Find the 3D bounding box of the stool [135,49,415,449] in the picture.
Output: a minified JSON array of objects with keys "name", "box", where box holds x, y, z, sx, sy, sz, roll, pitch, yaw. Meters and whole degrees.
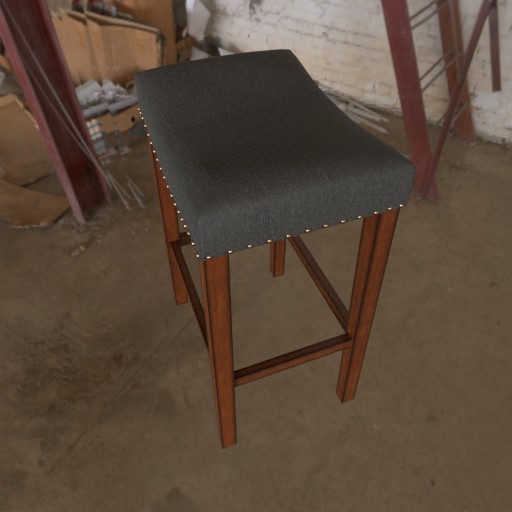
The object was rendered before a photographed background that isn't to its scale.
[{"name":"stool","box":[0.000,0.000,1.024,0.366,0.748,0.502,-15,48,-14]}]
